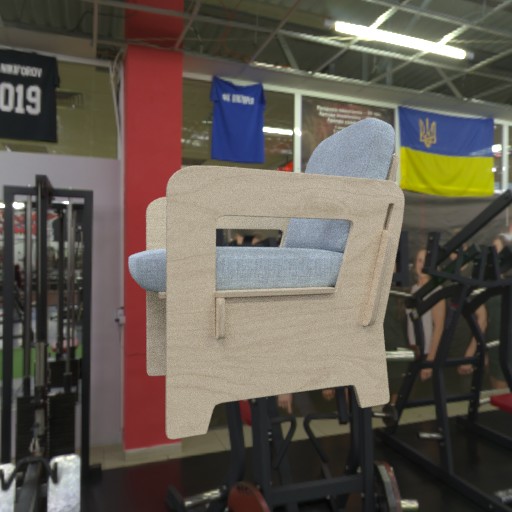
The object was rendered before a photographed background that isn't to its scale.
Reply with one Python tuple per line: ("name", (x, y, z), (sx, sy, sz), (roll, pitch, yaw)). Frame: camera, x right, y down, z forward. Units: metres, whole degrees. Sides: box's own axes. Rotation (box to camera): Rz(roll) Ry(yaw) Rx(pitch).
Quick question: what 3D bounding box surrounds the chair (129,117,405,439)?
("chair", (0.000, 0.000, 1.309), (0.710, 0.800, 0.590), (0, 0, -18))
